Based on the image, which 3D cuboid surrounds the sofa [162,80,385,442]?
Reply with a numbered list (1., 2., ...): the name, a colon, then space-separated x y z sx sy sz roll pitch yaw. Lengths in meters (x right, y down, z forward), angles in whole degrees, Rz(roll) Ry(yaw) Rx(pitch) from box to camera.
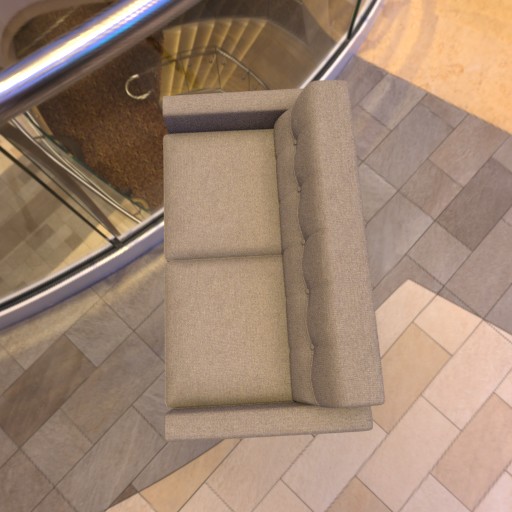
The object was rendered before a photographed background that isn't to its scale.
1. sofa: 0.000 0.000 2.175 0.909 0.841 1.631 -3 77 -1
